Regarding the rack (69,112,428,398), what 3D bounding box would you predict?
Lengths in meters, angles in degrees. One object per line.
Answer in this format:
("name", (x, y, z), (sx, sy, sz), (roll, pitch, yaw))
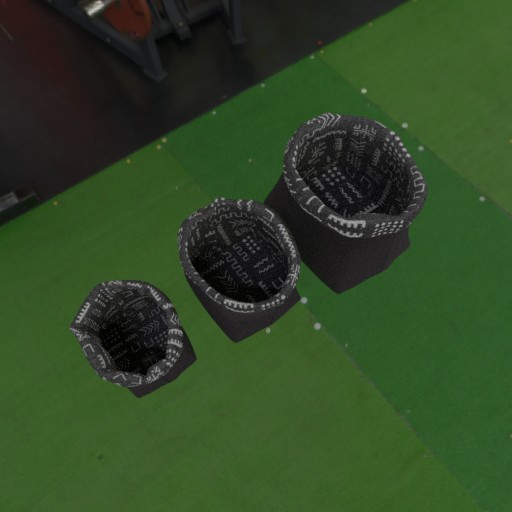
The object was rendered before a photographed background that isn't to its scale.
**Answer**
("rack", (0.000, 0.000, 1.107), (0.905, 0.323, 0.379), (-33, 68, -15))
